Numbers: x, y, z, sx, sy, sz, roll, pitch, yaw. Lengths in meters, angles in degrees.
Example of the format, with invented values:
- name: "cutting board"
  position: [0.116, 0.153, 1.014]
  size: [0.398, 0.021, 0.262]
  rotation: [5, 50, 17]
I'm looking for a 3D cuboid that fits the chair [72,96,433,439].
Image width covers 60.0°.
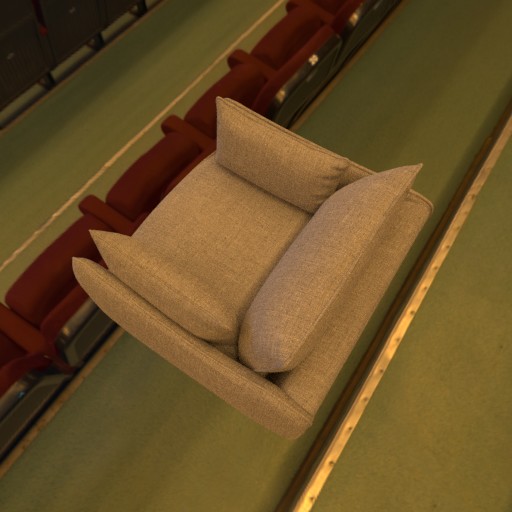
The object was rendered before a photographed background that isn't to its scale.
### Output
- name: "chair"
  position: [0.000, 0.000, 1.717]
  size: [0.976, 0.839, 0.993]
  rotation: [31, 67, 15]
